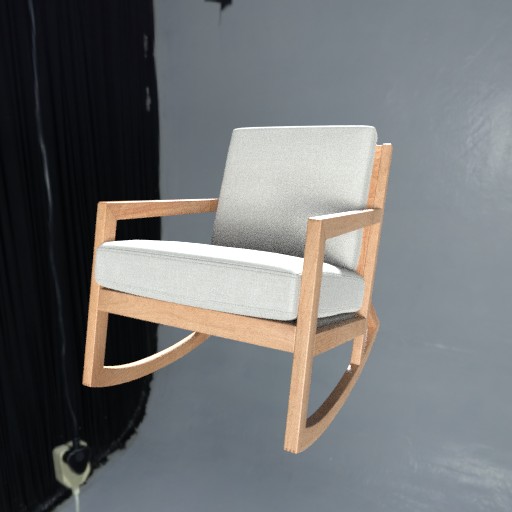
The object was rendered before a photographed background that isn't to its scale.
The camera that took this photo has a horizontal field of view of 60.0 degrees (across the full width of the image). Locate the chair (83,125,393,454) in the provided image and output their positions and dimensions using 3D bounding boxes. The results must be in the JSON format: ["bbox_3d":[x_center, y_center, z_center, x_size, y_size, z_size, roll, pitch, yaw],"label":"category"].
[{"bbox_3d":[0.000,0.000,1.364,0.622,0.790,0.857,7,16,26],"label":"chair"}]
